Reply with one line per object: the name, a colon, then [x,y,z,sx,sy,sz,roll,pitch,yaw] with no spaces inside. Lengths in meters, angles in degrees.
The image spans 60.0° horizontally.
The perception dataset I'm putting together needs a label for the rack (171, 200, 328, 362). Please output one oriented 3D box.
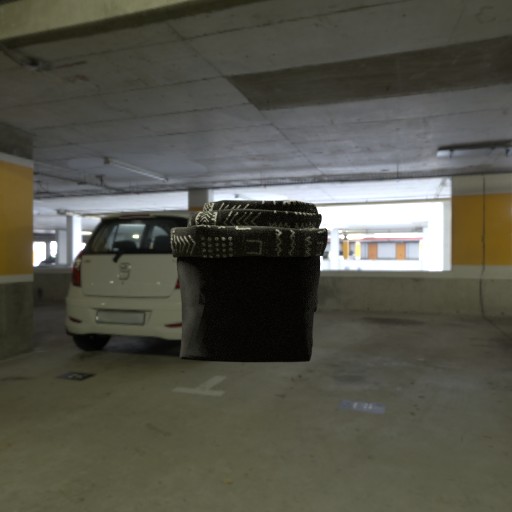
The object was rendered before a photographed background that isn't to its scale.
rack: [0.000,0.000,1.096,0.379,0.323,0.905,0,0,1]
